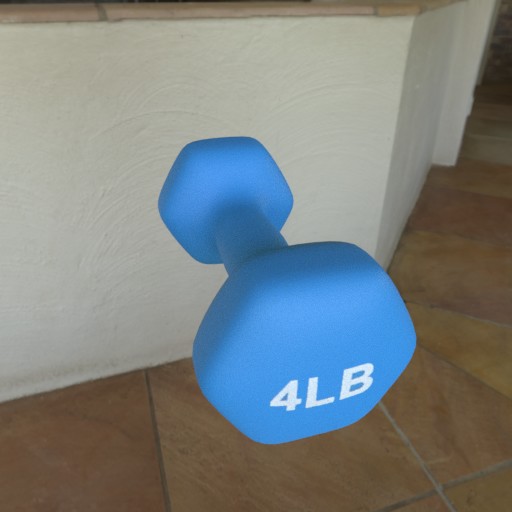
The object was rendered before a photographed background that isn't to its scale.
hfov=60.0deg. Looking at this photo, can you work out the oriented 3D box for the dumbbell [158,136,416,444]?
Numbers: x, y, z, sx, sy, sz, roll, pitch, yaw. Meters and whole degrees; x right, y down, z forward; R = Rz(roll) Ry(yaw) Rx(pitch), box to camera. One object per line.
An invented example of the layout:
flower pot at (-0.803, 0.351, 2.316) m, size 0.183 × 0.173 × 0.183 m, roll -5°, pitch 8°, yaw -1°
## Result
dumbbell at (0.000, 0.000, 0.191) m, size 0.074 × 0.066 × 0.152 m, roll -8°, pitch 32°, yaw -13°
